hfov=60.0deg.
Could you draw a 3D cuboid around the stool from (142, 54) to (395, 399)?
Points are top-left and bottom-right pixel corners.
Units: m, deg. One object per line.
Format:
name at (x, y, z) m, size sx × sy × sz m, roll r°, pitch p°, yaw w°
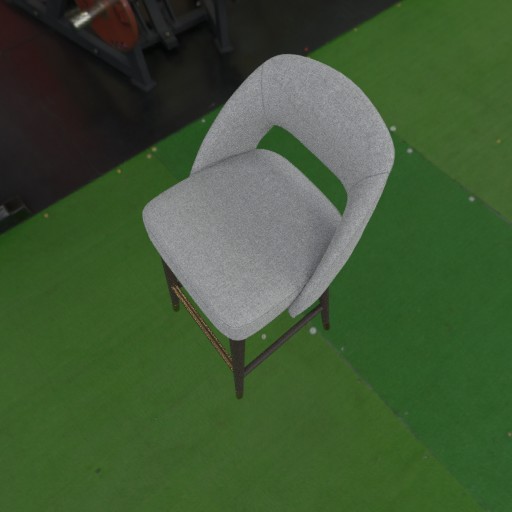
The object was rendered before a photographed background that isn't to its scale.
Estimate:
stool at (0.000, 0.000, 1.323) m, size 0.509 × 1.037 × 0.494 m, roll -34°, pitch 68°, yaw -16°
